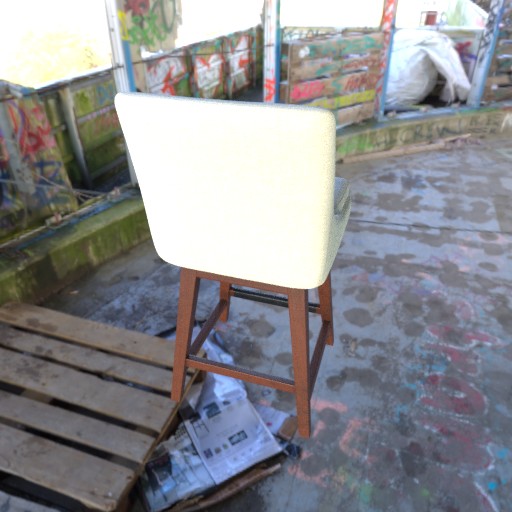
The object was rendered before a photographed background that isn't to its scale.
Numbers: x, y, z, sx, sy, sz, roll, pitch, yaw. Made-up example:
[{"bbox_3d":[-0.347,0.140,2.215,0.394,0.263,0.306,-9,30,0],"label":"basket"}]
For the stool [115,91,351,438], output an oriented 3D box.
[{"bbox_3d":[0.000,0.000,1.292,0.469,0.991,0.559,10,34,15],"label":"stool"}]
